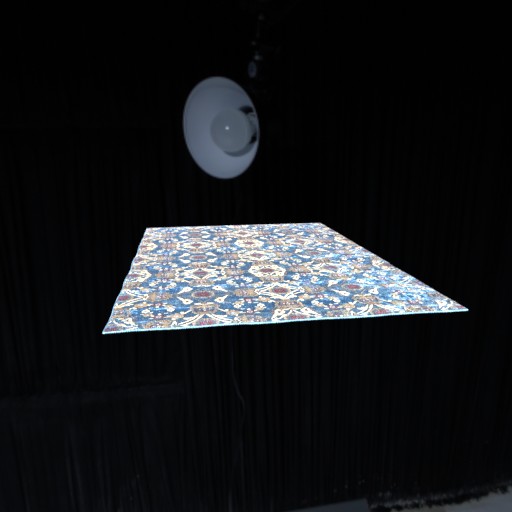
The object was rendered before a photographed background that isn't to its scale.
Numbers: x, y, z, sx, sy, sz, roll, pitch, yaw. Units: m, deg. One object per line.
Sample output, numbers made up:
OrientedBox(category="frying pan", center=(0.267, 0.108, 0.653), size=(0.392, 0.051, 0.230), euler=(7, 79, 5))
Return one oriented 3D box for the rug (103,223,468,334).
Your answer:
OrientedBox(category="rug", center=(0.000, 0.000, 2.907), size=(1.567, 0.014, 2.207), euler=(-2, 15, -9))
